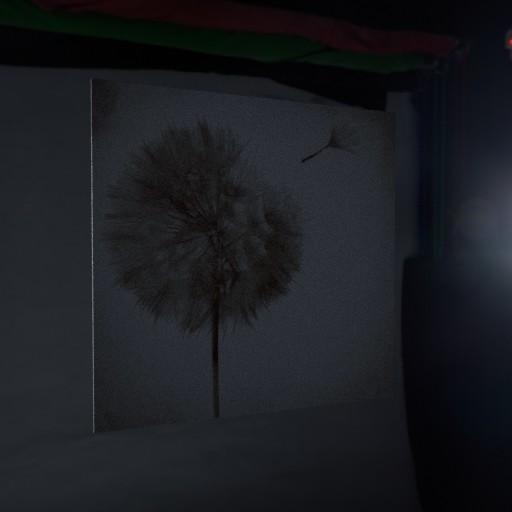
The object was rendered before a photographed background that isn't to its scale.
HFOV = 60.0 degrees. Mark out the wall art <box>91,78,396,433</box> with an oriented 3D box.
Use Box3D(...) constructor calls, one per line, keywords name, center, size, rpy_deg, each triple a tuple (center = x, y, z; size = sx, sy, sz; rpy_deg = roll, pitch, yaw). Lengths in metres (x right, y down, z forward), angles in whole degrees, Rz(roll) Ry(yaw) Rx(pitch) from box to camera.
Box3D(name="wall art", center=(0.000, 0.000, 0.439), size=(0.303, 0.303, 0.028), rpy_deg=(0, 1, -18))
